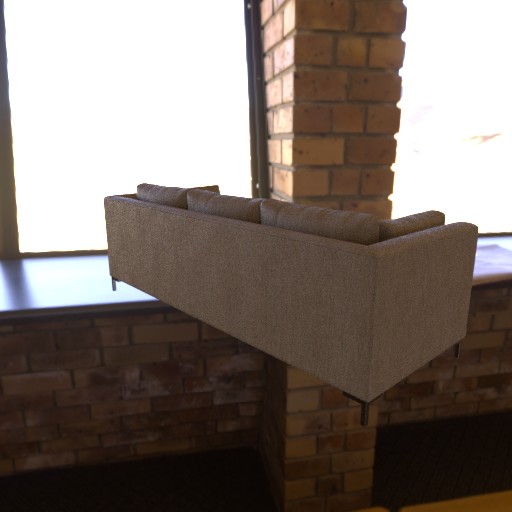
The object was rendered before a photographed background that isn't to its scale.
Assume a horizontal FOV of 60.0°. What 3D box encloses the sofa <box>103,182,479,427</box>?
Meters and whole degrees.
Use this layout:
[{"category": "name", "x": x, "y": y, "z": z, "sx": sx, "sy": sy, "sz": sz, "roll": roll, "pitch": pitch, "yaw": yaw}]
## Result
[{"category": "sofa", "x": 0.000, "y": 0.000, "z": 2.916, "sx": 0.969, "sy": 0.867, "sz": 2.415, "roll": -13, "pitch": 20, "yaw": -41}]
